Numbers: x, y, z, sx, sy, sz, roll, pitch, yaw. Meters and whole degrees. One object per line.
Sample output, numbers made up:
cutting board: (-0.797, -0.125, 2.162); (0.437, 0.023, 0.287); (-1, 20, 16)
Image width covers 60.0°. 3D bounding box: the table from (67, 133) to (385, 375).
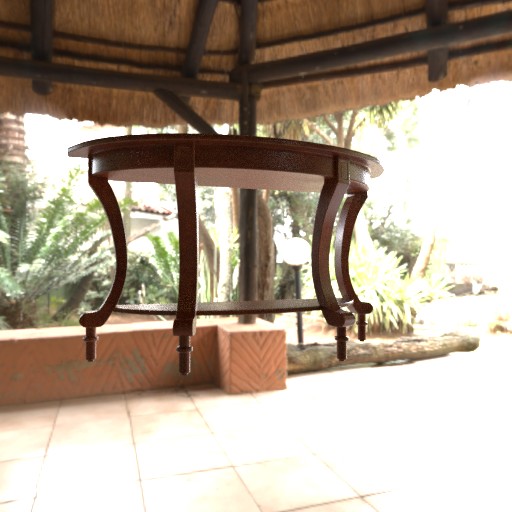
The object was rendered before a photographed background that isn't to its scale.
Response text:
table: (0.000, 0.000, 1.500); (1.198, 0.699, 0.394); (0, -1, -20)
